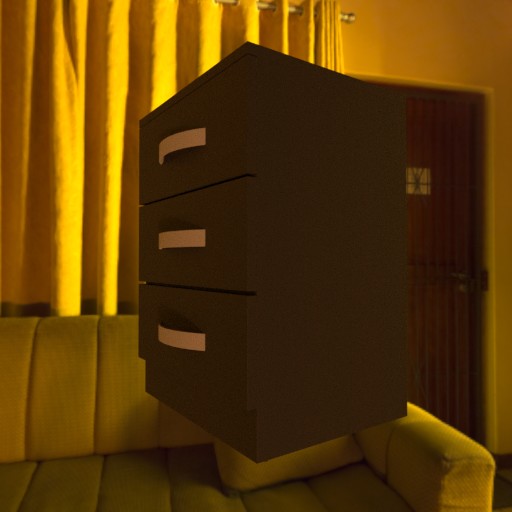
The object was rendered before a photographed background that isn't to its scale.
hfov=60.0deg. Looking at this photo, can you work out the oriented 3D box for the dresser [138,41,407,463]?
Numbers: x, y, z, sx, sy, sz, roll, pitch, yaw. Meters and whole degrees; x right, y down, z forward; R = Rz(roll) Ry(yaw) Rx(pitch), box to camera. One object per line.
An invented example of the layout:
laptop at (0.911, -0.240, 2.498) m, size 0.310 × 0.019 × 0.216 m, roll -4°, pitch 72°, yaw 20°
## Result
dresser at (0.000, 0.000, 0.832) m, size 0.360 × 0.560 × 0.400 m, roll 1°, pitch -1°, yaw -35°
